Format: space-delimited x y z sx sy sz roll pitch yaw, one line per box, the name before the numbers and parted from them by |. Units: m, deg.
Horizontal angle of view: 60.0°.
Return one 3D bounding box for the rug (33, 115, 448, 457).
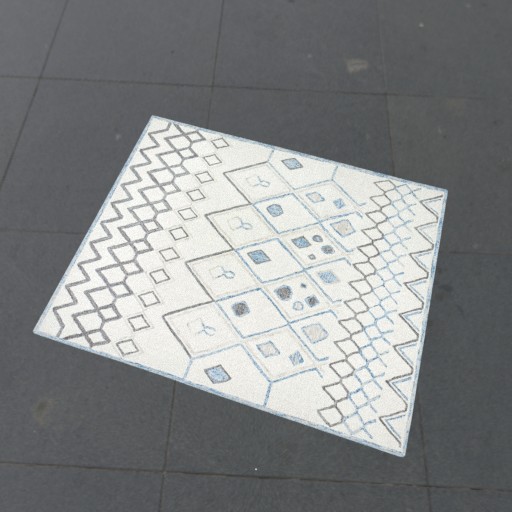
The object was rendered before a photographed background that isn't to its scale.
rug | 0.000 0.000 3.922 3.056 0.013 2.441 16 65 8
